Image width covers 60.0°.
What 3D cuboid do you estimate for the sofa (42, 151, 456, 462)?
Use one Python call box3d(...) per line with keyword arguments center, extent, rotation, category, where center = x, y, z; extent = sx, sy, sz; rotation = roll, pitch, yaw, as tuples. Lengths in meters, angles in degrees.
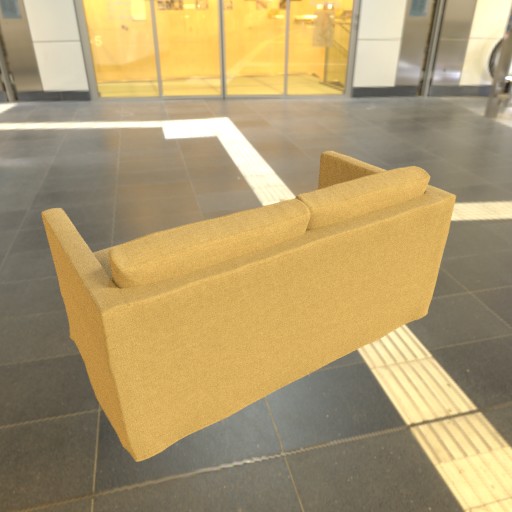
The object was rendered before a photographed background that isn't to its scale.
box3d(center=(0.000, 0.000, 2.216), extent=(1.766, 0.828, 0.956), rotation=(-18, 34, -29), category="sofa")
